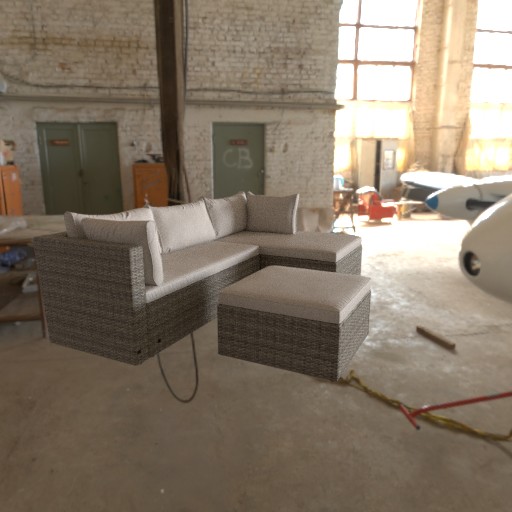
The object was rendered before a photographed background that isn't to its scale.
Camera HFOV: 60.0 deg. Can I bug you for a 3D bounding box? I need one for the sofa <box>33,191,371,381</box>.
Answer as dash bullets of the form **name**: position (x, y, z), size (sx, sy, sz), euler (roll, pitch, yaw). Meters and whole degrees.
- **sofa**: position (0.000, 0.000, 3.079), size (1.662, 0.766, 2.192), euler (6, 14, 26)
